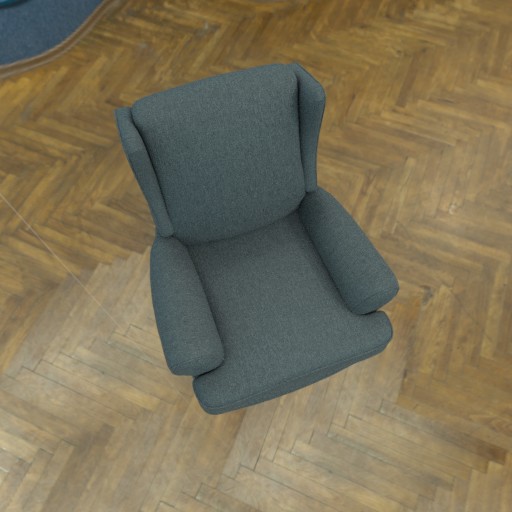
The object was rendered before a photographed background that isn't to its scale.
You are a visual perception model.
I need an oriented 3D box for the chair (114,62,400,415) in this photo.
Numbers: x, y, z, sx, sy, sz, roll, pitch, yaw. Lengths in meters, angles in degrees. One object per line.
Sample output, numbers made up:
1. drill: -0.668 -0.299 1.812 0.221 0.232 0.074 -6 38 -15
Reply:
1. chair: 0.000 0.000 1.695 0.847 1.011 0.969 -18 65 -9
